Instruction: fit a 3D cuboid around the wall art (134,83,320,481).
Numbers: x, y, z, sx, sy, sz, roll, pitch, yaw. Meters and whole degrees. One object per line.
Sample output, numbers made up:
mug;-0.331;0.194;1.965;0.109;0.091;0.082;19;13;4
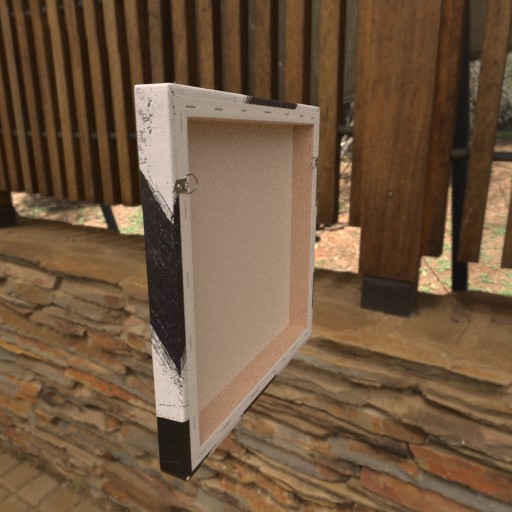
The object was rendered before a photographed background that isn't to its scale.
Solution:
wall art;0.000;0.000;0.759;0.050;0.508;0.507;7;17;25
